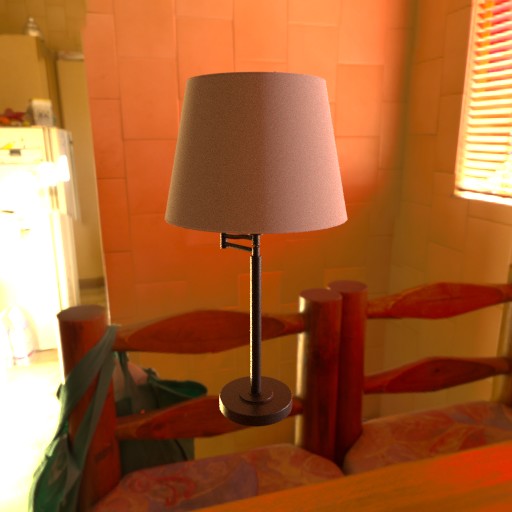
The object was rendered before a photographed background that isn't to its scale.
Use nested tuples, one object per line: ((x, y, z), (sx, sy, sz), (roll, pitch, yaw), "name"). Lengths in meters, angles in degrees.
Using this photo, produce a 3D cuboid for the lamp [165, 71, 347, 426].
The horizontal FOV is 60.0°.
((0.000, 0.000, 0.919), (0.363, 0.696, 0.363), (0, 14, 0), "lamp")
